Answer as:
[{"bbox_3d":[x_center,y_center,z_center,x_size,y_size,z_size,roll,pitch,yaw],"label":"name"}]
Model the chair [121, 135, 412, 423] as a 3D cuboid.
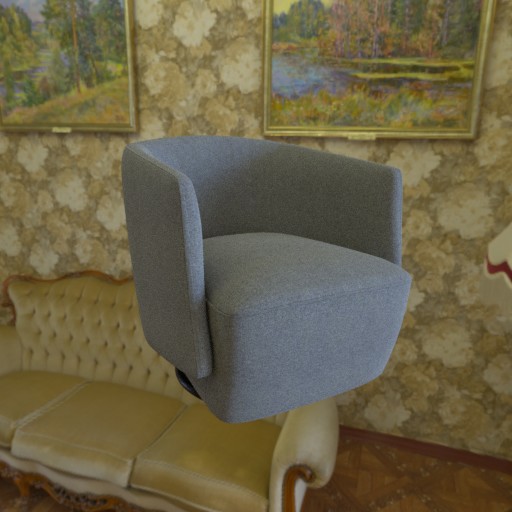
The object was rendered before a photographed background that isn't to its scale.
[{"bbox_3d":[0.000,0.000,1.625,0.822,0.861,0.986,-8,17,-28],"label":"chair"}]
